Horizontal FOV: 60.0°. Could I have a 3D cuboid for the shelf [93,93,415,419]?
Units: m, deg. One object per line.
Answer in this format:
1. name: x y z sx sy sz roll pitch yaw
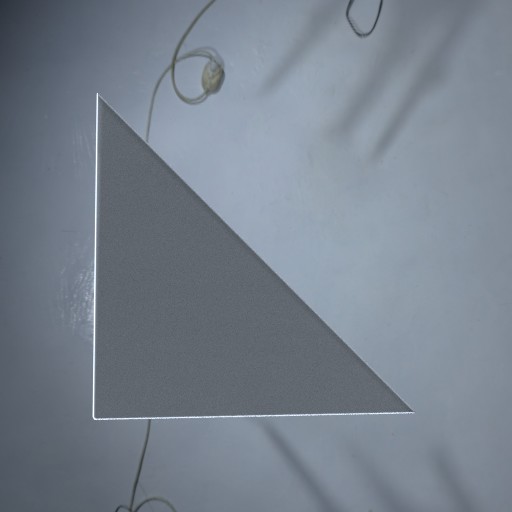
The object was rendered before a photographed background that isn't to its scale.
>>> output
1. shelf: 0.000 0.000 0.424 0.296 0.035 0.296 0 89 -2
